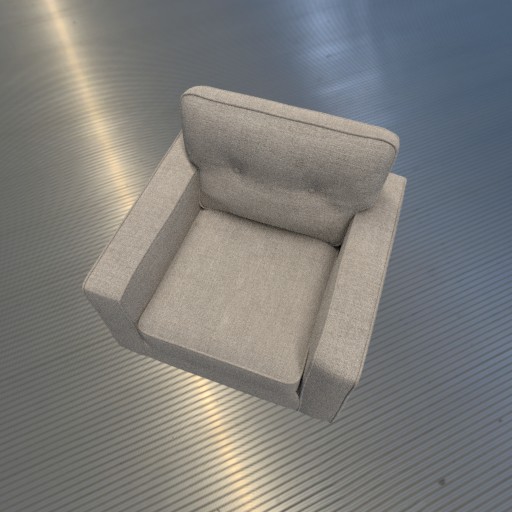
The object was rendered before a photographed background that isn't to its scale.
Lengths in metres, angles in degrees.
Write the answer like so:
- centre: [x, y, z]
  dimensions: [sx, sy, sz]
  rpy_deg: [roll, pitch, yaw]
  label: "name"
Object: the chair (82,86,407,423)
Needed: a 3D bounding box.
- centre: [0.000, 0.000, 1.814]
  dimensions: [1.015, 0.965, 0.939]
  rpy_deg: [17, 59, 10]
  label: "chair"
